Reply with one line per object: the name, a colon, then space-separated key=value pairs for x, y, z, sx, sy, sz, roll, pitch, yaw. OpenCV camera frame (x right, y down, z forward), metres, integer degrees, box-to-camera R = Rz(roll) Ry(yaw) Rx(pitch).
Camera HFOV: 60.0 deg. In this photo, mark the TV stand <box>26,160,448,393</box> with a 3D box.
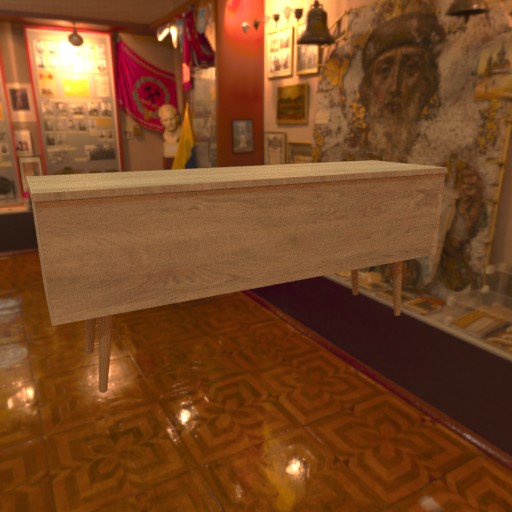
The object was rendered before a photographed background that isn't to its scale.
TV stand: x=0.000 y=0.000 z=1.503 sx=1.313 sy=0.565 sz=0.401 roll=-9 pitch=19 yaw=-27
